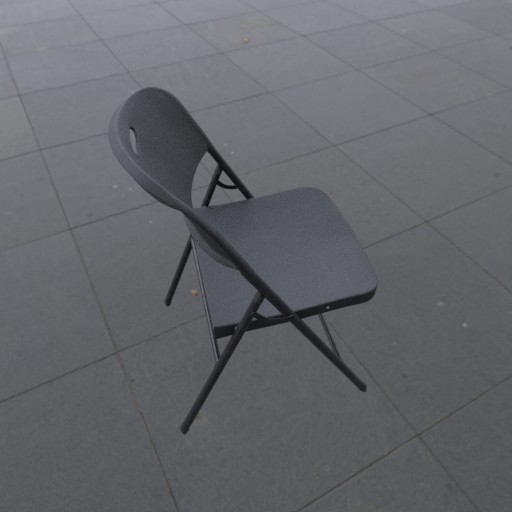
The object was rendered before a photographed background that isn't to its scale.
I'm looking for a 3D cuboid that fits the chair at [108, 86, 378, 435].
[{"bbox_3d":[0.000,0.000,1.156,0.567,0.810,0.494,-10,46,-10],"label":"chair"}]
